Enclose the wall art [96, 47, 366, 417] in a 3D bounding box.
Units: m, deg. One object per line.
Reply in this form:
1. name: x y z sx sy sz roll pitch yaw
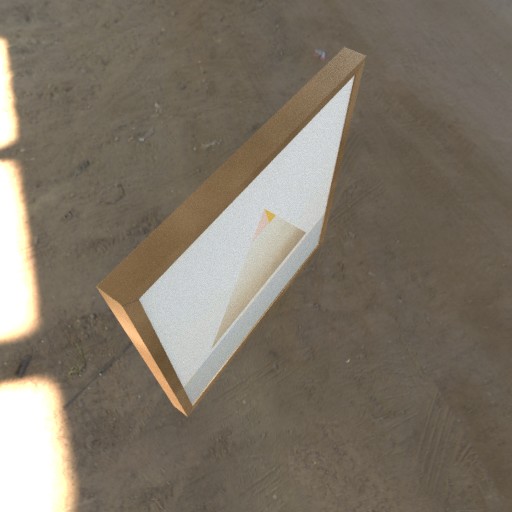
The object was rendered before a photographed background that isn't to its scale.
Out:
1. wall art: 0.000 0.000 0.781 0.038 0.511 0.513 32 63 18
